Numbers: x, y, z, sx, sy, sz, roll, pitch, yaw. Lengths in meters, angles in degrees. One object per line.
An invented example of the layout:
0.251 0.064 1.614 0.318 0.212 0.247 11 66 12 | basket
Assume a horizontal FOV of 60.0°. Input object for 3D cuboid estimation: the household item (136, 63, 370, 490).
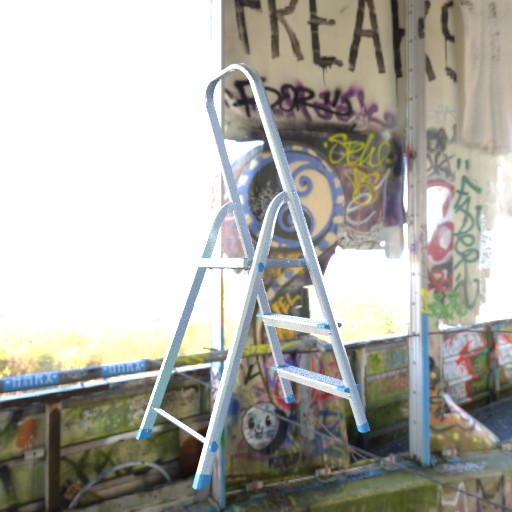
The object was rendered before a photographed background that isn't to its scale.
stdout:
0.000 0.000 1.518 0.687 1.215 0.420 1 -1 -36 | household item
